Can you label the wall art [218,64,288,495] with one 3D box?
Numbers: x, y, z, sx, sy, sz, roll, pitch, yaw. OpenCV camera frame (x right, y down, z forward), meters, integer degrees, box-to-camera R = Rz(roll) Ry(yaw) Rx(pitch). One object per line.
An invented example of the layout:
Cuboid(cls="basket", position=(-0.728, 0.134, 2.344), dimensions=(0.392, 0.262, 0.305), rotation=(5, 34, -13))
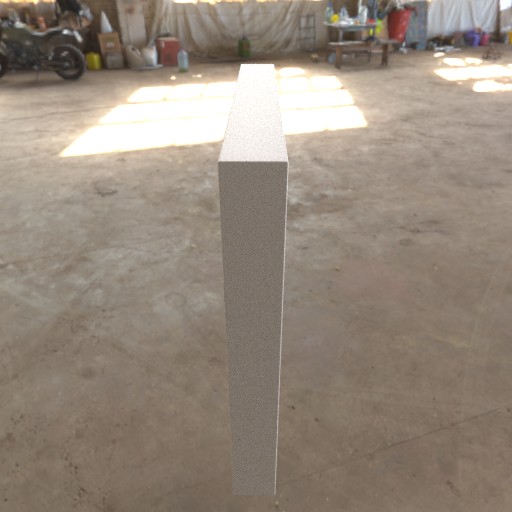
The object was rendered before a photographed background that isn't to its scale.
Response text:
Cuboid(cls="wall art", position=(0.000, 0.000, 0.438), dimensions=(0.037, 0.305, 0.305), rotation=(0, 32, 1))
